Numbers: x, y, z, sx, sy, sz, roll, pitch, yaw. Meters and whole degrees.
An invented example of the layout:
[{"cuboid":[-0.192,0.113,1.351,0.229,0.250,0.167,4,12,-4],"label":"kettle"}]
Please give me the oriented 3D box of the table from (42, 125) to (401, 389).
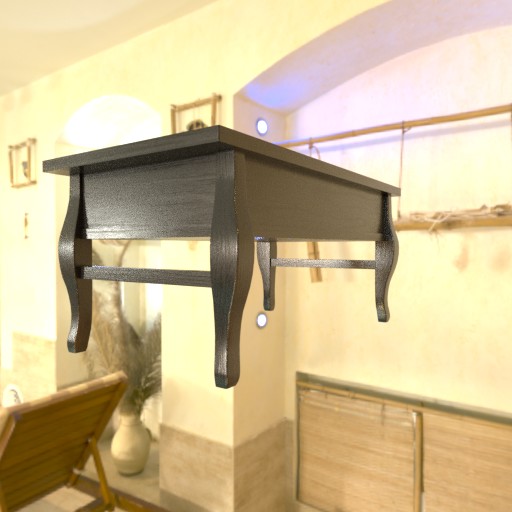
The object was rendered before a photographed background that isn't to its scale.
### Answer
[{"cuboid":[0.000,0.000,1.398,0.600,0.494,1.062,1,1,35],"label":"table"}]
